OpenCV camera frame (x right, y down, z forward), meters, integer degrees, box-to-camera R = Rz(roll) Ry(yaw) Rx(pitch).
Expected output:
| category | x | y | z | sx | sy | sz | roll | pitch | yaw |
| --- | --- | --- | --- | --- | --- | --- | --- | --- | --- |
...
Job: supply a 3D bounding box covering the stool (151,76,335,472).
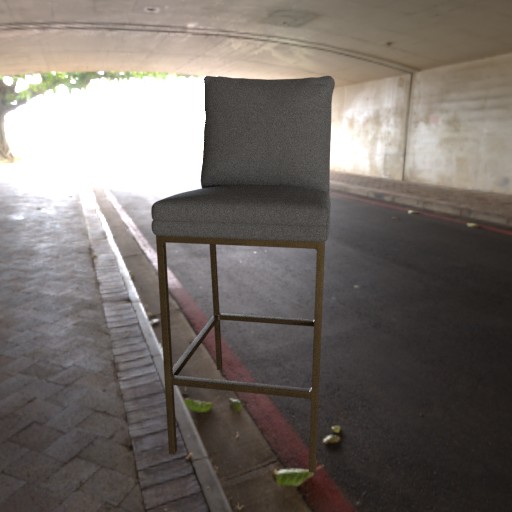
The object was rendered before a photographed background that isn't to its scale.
| category | x | y | z | sx | sy | sz | roll | pitch | yaw |
| --- | --- | --- | --- | --- | --- | --- | --- | --- | --- |
| stool | 0.000 | 0.000 | 1.422 | 0.463 | 1.130 | 0.569 | 3 | 15 | 10 |
